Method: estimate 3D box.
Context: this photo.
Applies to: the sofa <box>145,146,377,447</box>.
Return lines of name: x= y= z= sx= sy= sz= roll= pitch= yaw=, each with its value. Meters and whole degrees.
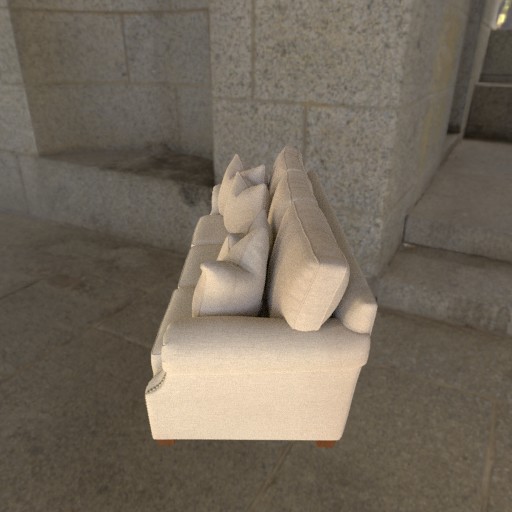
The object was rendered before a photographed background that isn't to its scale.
sofa: x=0.000 y=0.000 z=2.803 sx=0.965 sy=0.975 sz=2.312 roll=0 pitch=25 yaw=0
